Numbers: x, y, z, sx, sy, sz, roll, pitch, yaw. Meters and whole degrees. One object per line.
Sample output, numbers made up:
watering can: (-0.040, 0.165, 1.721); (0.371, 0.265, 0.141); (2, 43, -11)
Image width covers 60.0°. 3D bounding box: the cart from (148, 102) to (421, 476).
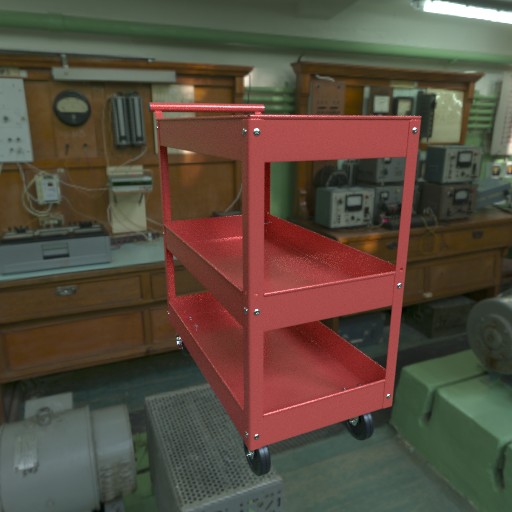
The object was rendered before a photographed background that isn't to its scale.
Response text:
cart: (0.000, 0.000, 1.158); (0.366, 0.780, 0.719); (-7, 18, -23)
